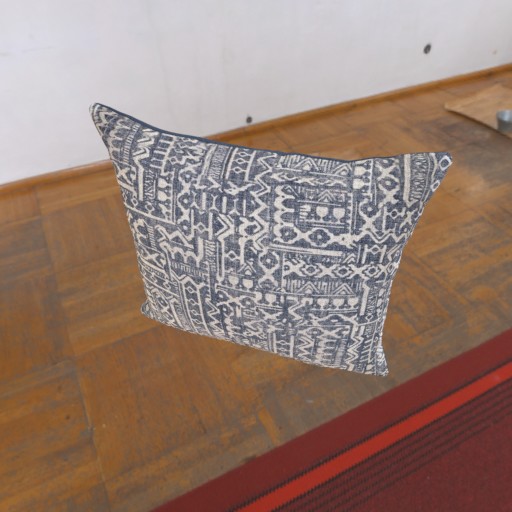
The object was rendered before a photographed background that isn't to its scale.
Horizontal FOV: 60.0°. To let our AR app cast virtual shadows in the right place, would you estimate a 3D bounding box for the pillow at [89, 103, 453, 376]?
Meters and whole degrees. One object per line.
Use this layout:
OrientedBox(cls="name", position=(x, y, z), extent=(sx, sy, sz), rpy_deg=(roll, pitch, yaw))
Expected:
OrientedBox(cls="pillow", position=(0.000, 0.000, 0.781), extent=(0.546, 0.487, 0.180), rpy_deg=(12, 43, 14))
